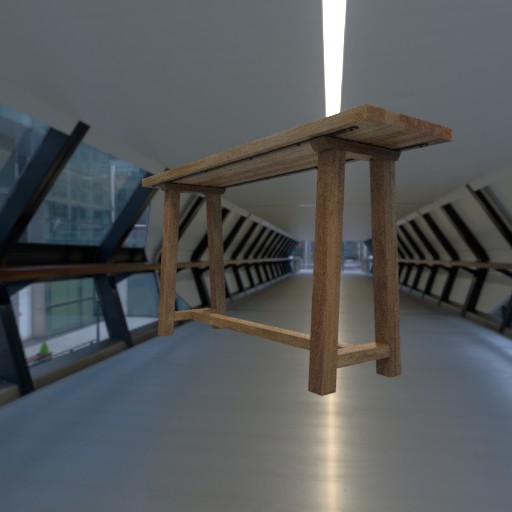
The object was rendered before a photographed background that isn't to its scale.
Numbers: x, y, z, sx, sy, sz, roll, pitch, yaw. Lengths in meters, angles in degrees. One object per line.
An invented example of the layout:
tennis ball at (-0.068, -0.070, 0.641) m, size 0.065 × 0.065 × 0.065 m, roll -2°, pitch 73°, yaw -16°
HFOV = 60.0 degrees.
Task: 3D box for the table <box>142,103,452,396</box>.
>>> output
table at (0.000, 0.000, 1.888) m, size 0.405 × 0.810 × 1.524 m, roll -1°, pitch 1°, yaw -36°
